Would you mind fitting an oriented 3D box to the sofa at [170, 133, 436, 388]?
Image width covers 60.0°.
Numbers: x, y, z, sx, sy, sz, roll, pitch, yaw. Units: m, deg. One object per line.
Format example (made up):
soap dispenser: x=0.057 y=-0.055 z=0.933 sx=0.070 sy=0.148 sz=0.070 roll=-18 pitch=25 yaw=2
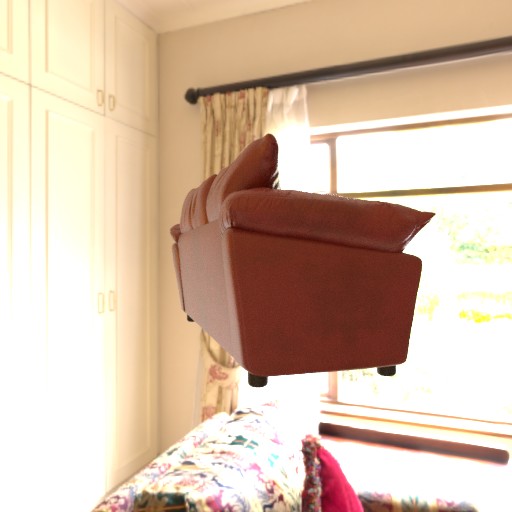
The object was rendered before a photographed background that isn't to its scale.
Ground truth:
sofa: x=0.000 y=0.000 z=2.865 sx=0.907 sy=1.091 sz=2.390 roll=0 pitch=0 yaw=-16
